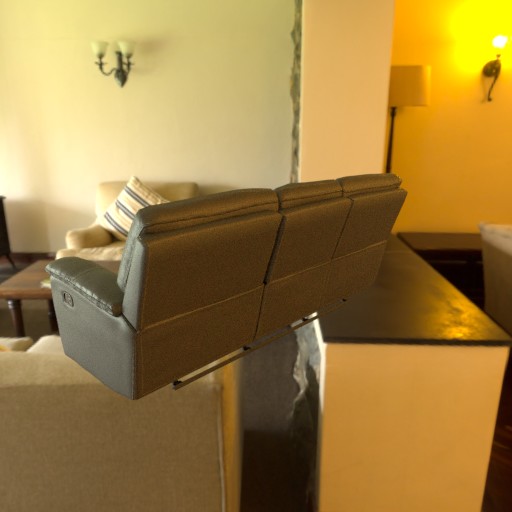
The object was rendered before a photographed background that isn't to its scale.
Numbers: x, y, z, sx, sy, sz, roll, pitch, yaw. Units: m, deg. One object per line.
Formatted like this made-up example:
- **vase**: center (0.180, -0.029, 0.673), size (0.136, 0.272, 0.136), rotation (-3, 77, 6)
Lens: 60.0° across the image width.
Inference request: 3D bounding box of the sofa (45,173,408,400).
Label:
- **sofa**: center (0.000, 0.000, 3.208), size (1.104, 1.134, 2.627), rotation (14, 21, 41)
